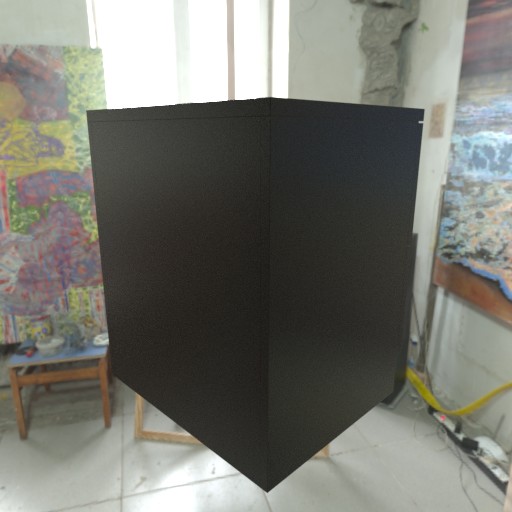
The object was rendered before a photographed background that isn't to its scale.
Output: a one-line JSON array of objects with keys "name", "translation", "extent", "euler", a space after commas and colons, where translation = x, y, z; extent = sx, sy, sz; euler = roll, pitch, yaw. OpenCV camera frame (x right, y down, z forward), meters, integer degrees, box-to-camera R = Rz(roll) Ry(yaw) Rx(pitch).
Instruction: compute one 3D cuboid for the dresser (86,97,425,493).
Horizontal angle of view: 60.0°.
[{"name": "dresser", "translation": [0.000, 0.000, 0.750], "extent": [0.400, 0.470, 0.360], "euler": [15, 22, 43]}]
